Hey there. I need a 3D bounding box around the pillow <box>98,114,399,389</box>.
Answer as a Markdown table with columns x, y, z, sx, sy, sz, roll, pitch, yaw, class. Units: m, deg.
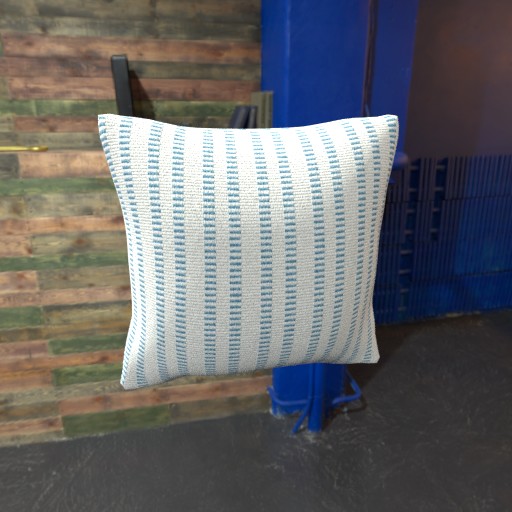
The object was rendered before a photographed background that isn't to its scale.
| x | y | z | sx | sy | sz | roll | pitch | yaw | class |
| --- | --- | --- | --- | --- | --- | --- | --- | --- | --- |
| 0.000 | 0.000 | 0.687 | 0.438 | 0.419 | 0.247 | -3 | 18 | -10 | pillow |
